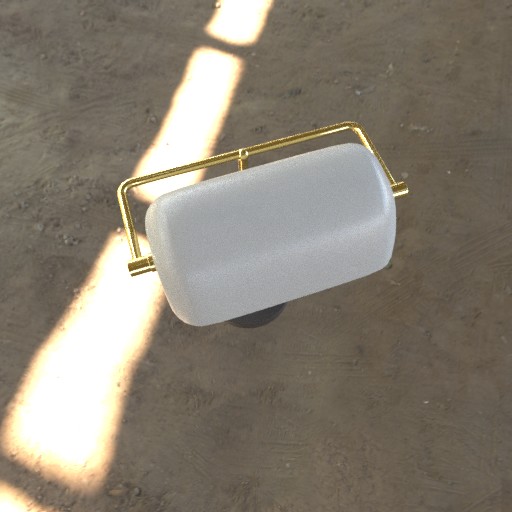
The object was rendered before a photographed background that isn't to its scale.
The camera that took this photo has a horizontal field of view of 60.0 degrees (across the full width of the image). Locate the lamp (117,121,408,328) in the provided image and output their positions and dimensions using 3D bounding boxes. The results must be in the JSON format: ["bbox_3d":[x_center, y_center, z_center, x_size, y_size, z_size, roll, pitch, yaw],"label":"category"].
[{"bbox_3d":[0.000,0.000,0.566,0.269,0.404,0.227,-17,64,-8],"label":"lamp"}]
